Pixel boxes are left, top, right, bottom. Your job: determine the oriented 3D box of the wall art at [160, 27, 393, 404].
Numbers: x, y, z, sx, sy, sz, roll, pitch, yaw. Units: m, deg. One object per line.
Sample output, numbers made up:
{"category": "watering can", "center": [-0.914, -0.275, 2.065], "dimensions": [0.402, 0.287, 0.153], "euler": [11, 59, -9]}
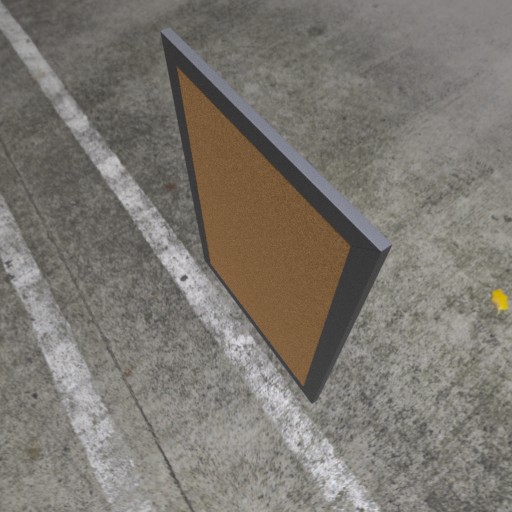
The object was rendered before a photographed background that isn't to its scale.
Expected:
{"category": "wall art", "center": [0.000, 0.000, 0.677], "dimensions": [0.013, 0.534, 0.380], "euler": [-31, 63, -17]}
